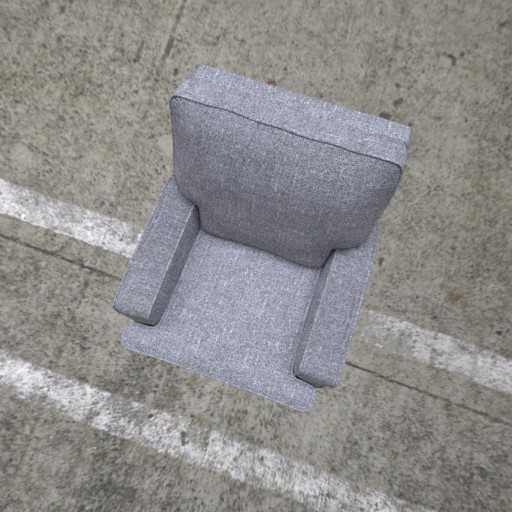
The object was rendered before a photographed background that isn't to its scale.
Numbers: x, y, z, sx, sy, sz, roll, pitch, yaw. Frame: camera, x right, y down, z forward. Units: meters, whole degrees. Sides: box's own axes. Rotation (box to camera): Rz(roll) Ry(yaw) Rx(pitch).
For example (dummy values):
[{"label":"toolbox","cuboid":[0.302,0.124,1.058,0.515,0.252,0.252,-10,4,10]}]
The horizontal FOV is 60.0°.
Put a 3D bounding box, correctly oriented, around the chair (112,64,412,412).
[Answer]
[{"label":"chair","cuboid":[0.000,0.000,1.683,0.861,0.962,0.964,19,76,5]}]
